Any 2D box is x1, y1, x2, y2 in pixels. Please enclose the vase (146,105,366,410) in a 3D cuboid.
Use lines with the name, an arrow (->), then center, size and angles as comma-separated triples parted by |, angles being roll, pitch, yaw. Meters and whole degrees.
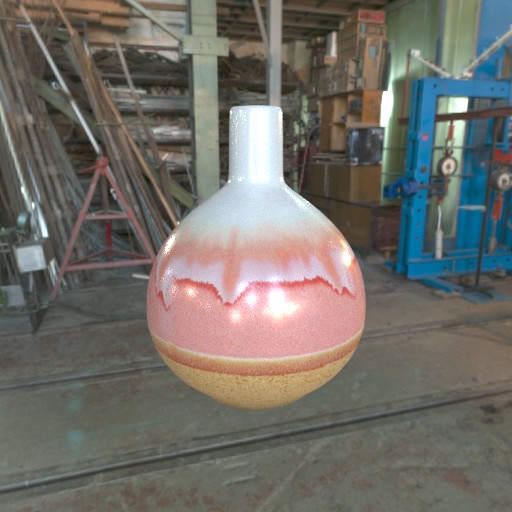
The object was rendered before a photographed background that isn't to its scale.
vase -> 0.000, 0.000, 0.277 | 0.137, 0.176, 0.137 | 0, 14, 0
